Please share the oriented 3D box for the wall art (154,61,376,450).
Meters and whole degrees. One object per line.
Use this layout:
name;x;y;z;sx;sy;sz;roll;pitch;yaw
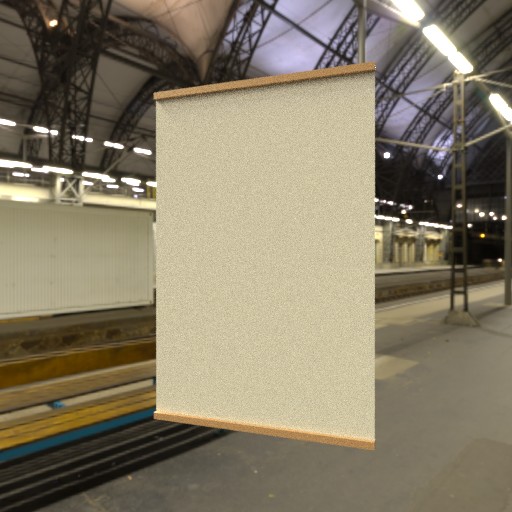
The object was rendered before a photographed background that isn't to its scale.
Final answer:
wall art;0.000;0.000;1.287;0.669;1.020;0.027;0;0;20
